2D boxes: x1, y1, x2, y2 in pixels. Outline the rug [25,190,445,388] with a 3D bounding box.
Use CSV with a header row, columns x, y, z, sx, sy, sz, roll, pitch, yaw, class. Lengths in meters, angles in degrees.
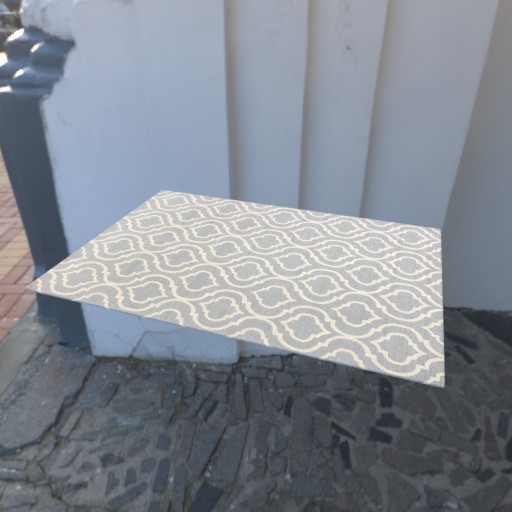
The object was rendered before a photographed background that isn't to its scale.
x,y,z,sx,sy,sz,roll,pitch,yaw,class
0.000,0.000,2.629,2.080,0.010,1.451,10,32,16,rug
